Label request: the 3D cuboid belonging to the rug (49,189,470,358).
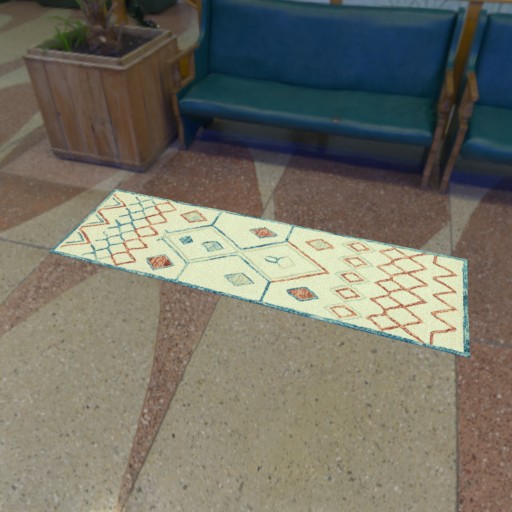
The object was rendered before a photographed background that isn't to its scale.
[{"bbox_3d":[0.000,0.000,2.699,2.435,0.011,0.750,13,43,14],"label":"rug"}]
